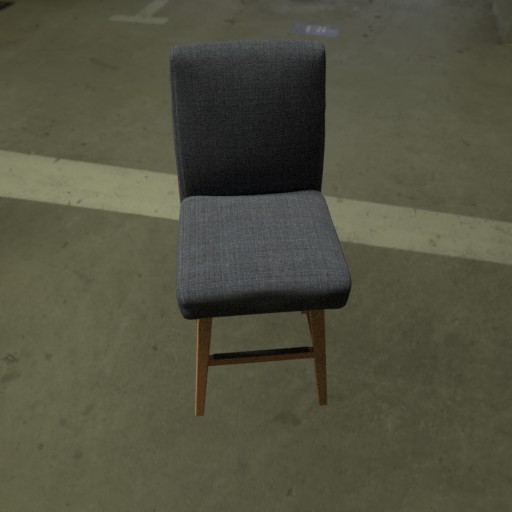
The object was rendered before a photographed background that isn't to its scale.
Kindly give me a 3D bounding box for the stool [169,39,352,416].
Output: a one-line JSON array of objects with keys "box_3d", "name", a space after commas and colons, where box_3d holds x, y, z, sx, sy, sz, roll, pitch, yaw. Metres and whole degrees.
[{"box_3d": [0.000, 0.000, 1.390, 0.483, 1.112, 0.570, -4, 46, -4], "name": "stool"}]
